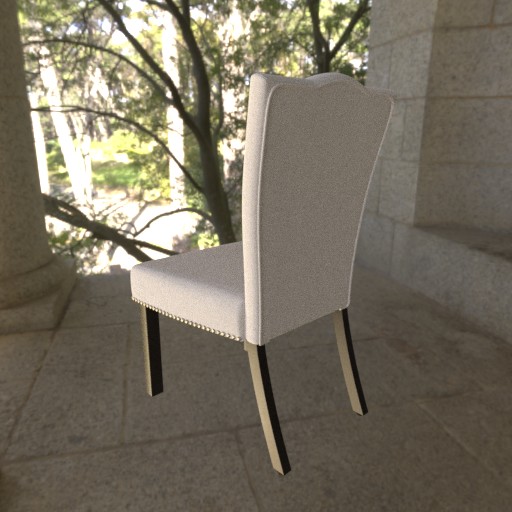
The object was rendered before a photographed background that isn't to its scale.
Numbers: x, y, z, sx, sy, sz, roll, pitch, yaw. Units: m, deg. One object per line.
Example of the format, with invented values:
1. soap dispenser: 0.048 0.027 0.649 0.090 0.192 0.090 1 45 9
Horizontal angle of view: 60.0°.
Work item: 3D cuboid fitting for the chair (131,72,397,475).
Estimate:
1. chair: 0.000 0.000 1.288 0.518 0.946 0.589 -14 21 -42
